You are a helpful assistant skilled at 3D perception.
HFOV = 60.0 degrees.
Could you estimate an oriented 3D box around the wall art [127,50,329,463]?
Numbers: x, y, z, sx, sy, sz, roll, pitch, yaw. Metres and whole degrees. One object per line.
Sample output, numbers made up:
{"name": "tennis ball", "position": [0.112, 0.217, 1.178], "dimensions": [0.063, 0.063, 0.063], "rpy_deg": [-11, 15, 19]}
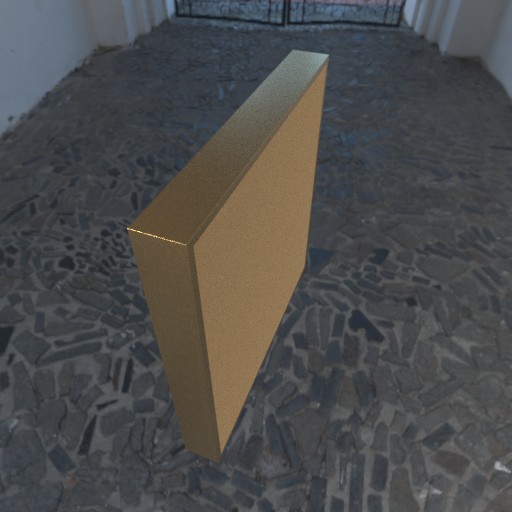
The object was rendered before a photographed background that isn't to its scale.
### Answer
{"name": "wall art", "position": [0.000, 0.000, 0.456], "dimensions": [0.038, 0.304, 0.304], "rpy_deg": [15, 46, 15]}
